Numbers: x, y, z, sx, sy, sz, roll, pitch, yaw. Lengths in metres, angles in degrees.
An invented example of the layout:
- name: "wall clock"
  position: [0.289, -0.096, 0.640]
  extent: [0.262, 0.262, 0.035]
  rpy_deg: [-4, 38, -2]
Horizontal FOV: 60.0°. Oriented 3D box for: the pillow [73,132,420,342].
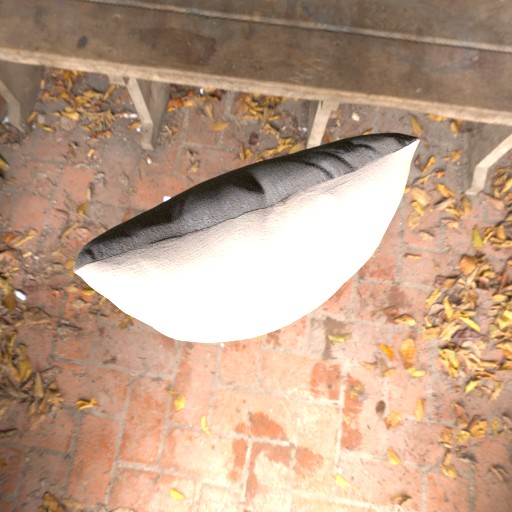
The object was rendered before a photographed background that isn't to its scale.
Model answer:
- name: "pillow"
  position: [0.000, 0.000, 0.732]
  extent: [0.450, 0.448, 0.245]
  rpy_deg: [-19, 76, -5]
